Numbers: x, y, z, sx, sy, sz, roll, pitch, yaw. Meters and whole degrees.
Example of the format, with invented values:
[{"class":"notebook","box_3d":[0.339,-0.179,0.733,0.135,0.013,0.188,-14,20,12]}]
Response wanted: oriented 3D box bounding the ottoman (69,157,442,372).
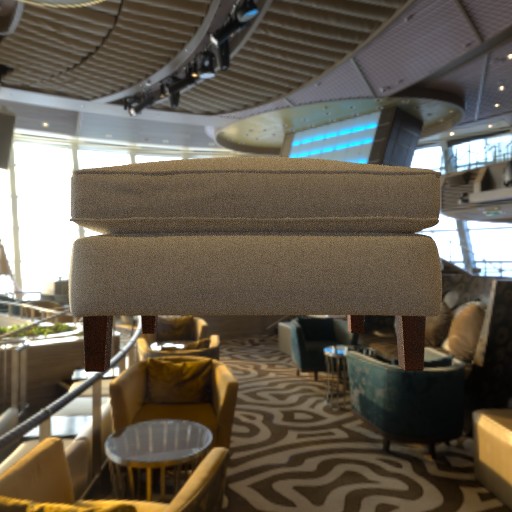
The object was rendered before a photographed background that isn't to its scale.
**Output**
[{"class":"ottoman","box_3d":[0.000,0.000,0.986,0.665,0.406,0.501,0,-1,-1]}]
